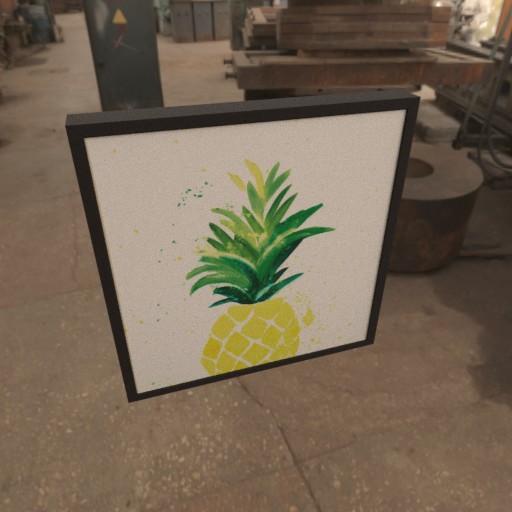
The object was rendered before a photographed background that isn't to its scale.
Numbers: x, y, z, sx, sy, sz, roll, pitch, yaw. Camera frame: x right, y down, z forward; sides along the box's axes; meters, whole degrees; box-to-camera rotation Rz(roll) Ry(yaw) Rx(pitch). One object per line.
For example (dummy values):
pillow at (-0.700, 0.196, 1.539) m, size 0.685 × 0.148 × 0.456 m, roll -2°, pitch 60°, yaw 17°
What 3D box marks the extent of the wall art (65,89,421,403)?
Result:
wall art at (0.000, 0.000, 0.459) m, size 0.305 × 0.304 × 0.033 m, roll -10°, pitch 33°, yaw -15°
